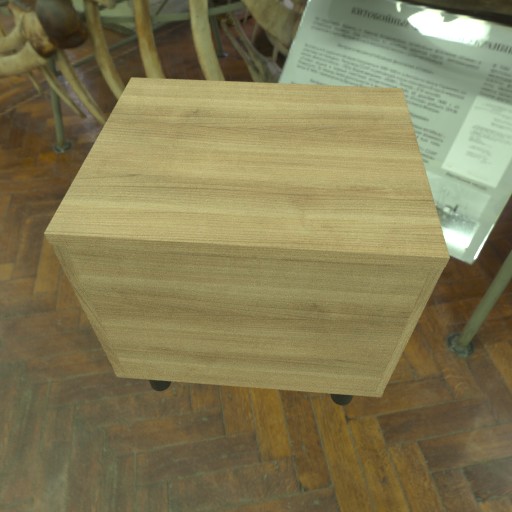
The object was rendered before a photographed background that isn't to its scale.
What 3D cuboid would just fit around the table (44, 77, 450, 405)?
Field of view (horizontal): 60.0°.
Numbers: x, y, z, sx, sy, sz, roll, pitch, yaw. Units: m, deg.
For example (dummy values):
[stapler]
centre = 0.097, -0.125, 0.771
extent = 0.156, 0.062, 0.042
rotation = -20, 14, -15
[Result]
[table]
centre = 0.000, 0.000, 0.780
extent = 0.445, 0.460, 0.380
rotation = 3, 48, 3
